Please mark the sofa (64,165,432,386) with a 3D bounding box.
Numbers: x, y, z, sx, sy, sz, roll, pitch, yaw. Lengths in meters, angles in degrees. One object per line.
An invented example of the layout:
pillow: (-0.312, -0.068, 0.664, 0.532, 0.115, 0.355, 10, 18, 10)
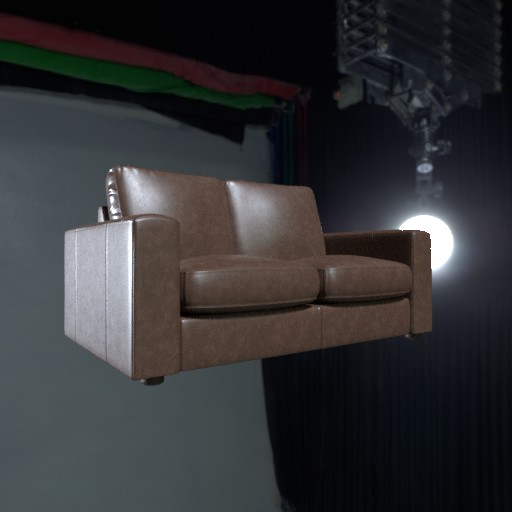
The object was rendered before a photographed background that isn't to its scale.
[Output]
sofa: (0.000, 0.000, 2.240, 1.616, 0.873, 1.016, 0, 0, -35)
